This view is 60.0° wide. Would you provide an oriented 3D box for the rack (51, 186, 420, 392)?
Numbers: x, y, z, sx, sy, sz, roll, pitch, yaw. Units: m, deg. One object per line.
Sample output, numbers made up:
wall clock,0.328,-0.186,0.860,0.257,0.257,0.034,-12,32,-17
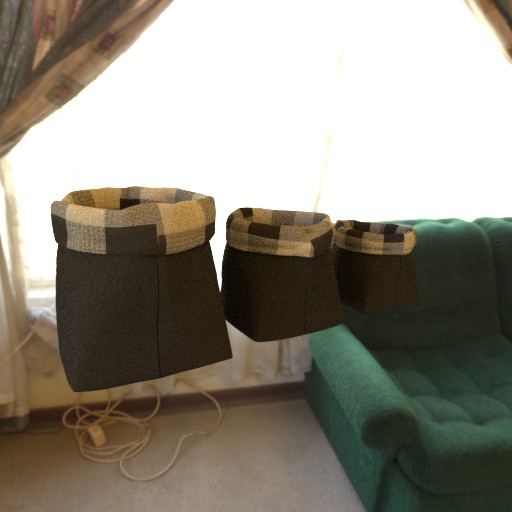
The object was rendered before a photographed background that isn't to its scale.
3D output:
rack,0.000,0.000,1.052,0.889,0.329,0.370,-8,17,-26
